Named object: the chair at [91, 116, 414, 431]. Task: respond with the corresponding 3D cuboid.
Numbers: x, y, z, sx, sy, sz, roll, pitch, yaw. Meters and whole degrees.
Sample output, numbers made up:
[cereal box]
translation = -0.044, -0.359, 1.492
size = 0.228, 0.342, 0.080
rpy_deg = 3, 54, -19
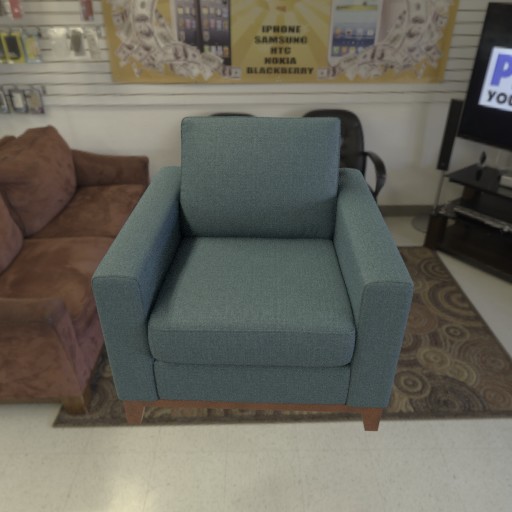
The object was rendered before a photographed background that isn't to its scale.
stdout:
[chair]
translation = 0.000, 0.000, 1.884
size = 1.024, 1.010, 1.038
rpy_deg = 1, 31, 2
